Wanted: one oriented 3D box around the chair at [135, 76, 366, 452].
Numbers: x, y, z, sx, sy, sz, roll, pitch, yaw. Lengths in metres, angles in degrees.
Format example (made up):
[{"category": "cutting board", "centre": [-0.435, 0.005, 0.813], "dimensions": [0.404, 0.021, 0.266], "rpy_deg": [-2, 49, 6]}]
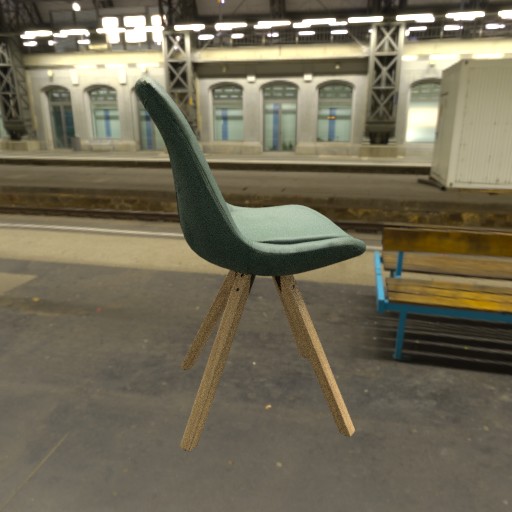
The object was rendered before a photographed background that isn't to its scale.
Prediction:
[{"category": "chair", "centre": [0.000, 0.000, 1.185], "dimensions": [0.547, 0.865, 0.483], "rpy_deg": [-3, 17, -9]}]
